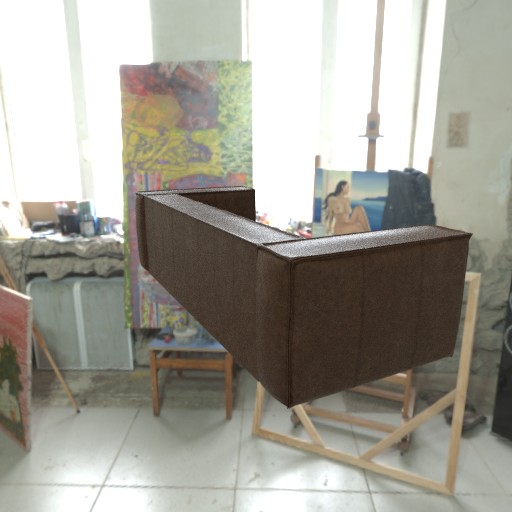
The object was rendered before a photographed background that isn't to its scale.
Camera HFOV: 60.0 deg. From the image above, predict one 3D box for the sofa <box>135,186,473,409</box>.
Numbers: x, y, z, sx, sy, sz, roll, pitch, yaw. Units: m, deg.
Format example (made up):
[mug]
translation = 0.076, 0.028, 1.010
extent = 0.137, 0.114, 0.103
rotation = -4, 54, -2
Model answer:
[sofa]
translation = 0.000, 0.000, 3.068
extent = 1.102, 0.701, 2.581
rotation = -8, 17, -27
